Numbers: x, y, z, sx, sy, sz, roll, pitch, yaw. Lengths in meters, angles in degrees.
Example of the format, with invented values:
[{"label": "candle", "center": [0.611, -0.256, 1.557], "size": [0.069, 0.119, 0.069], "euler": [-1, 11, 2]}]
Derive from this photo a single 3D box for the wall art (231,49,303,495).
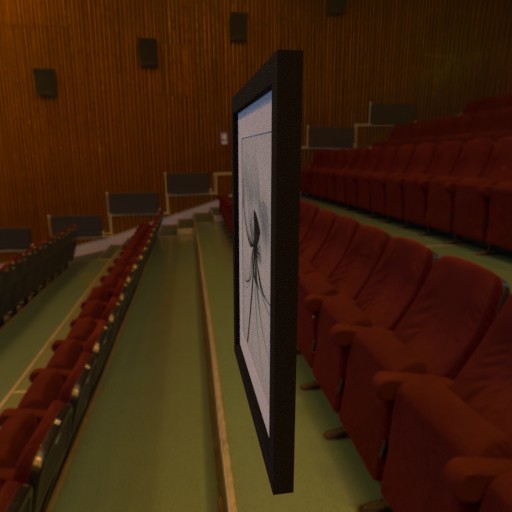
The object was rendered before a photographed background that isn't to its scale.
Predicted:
[{"label": "wall art", "center": [0.000, 0.000, 0.759], "size": [0.029, 0.559, 0.457], "euler": [-2, 13, -9]}]
